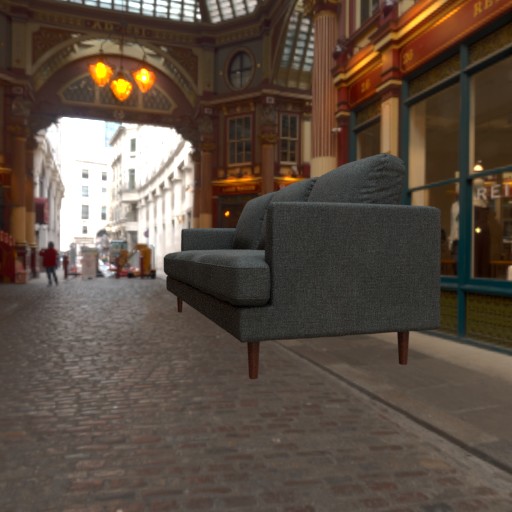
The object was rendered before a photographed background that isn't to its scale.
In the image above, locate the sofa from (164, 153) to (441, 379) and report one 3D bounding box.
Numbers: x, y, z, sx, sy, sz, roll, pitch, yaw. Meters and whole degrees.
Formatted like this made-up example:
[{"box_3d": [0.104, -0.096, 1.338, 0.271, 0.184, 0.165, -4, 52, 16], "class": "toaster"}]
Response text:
[{"box_3d": [0.000, 0.000, 2.747, 0.903, 0.930, 2.246, 0, 1, -18], "class": "sofa"}]
